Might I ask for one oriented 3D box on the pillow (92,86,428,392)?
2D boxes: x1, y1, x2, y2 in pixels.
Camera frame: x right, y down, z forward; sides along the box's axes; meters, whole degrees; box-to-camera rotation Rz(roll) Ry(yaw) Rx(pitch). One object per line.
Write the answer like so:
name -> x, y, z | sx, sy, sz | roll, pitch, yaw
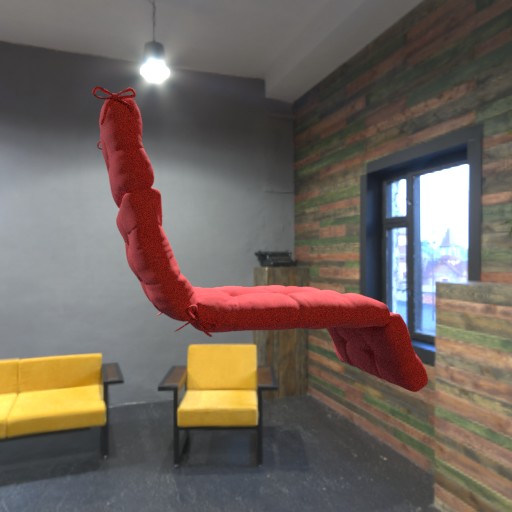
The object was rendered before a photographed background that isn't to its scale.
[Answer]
pillow -> 0.000, 0.000, 1.484 | 1.016, 0.863, 0.526 | 0, -1, -18
